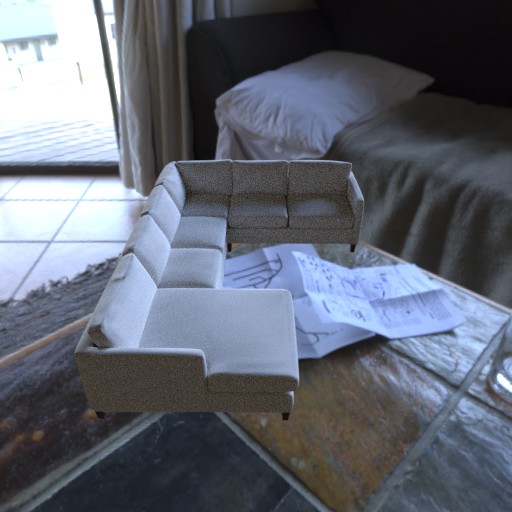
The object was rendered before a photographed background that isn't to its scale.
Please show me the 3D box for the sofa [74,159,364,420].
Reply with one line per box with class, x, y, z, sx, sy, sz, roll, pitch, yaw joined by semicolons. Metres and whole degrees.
sofa;0.000;0.000;4.672;2.593;0.956;3.459;0;33;1
